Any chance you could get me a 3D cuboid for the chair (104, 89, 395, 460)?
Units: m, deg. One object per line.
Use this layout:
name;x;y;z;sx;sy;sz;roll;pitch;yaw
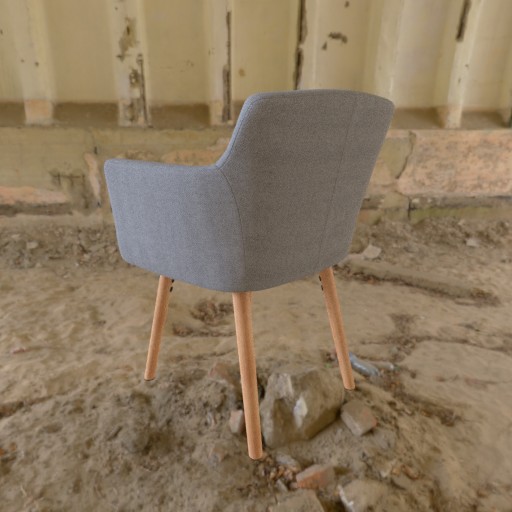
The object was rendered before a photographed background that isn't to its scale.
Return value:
chair;0.000;0.000;1.136;0.570;0.780;0.540;-16;24;-42
